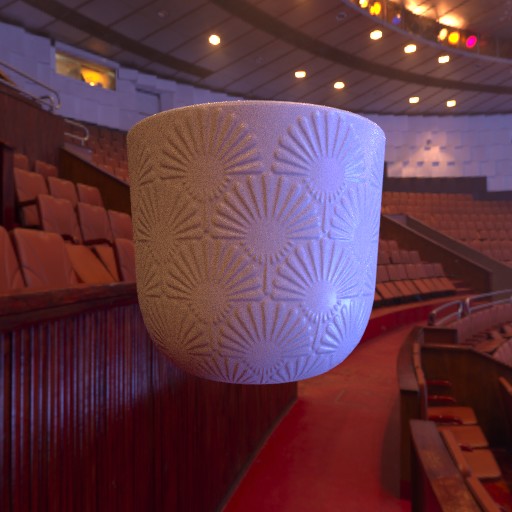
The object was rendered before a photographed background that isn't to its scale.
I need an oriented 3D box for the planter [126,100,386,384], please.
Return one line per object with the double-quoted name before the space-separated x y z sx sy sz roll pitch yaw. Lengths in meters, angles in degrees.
"planter" 0.000 0.000 0.301 0.170 0.152 0.170 0 -1 0
